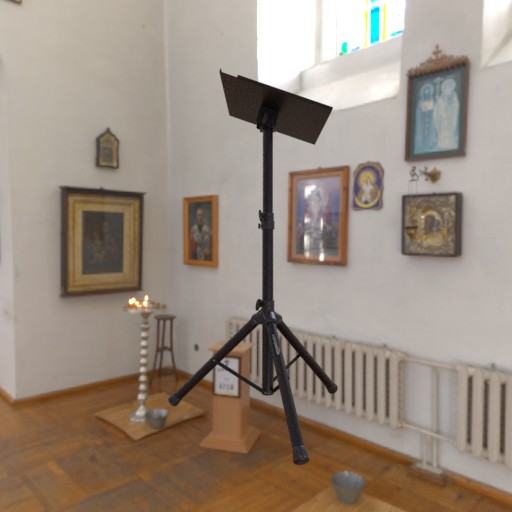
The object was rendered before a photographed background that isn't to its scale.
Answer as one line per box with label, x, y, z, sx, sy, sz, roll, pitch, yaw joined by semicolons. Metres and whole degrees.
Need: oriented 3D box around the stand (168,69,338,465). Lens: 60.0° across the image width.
stand;0.000;0.000;1.595;0.702;1.198;0.702;0;1;1
